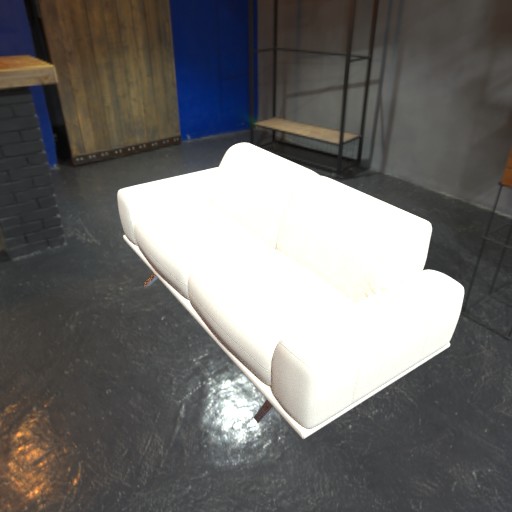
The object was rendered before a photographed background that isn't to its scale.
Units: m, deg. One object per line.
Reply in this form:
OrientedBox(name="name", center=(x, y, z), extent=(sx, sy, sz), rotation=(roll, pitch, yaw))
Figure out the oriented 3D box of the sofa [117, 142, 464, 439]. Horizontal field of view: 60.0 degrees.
OrientedBox(name="sofa", center=(0.000, 0.000, 2.403), extent=(0.900, 0.772, 1.901), rotation=(-19, 36, -29))
